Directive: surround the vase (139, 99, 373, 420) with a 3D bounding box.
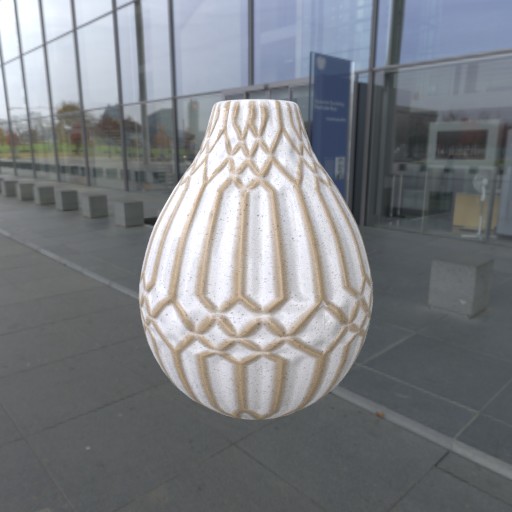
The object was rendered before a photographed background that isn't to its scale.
[{"bbox_3d":[0.000,0.000,0.306,0.159,0.200,0.159,0,14,0],"label":"vase"}]
